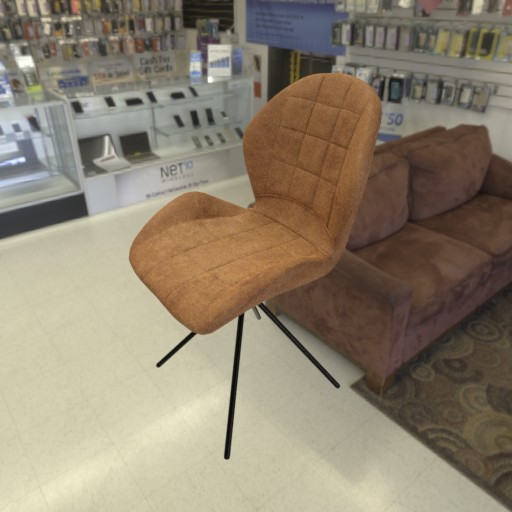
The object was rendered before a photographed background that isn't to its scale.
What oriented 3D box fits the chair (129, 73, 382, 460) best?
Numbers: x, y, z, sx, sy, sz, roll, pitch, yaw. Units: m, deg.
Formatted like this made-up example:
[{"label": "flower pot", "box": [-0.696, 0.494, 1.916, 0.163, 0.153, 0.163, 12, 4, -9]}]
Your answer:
[{"label": "chair", "box": [0.000, 0.000, 1.278, 0.640, 0.929, 0.527, -21, 37, -30]}]
